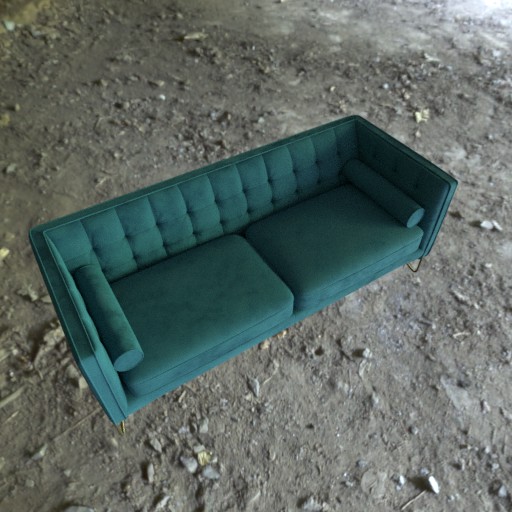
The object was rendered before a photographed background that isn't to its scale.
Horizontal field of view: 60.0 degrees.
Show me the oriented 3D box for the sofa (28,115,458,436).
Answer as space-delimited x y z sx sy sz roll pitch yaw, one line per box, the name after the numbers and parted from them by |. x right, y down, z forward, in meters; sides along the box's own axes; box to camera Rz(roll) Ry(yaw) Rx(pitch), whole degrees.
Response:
0.000 0.000 2.517 2.087 0.789 0.867 -25 52 -21 | sofa
